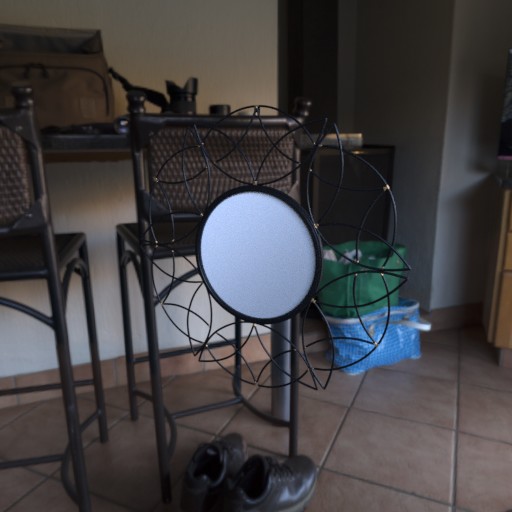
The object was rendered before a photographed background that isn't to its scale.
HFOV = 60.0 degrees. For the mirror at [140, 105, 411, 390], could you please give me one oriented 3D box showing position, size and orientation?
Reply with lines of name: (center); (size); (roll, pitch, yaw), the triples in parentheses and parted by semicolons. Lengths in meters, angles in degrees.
mirror: (0.000, 0.000, 1.193); (0.797, 0.775, 0.028); (6, 14, 26)
